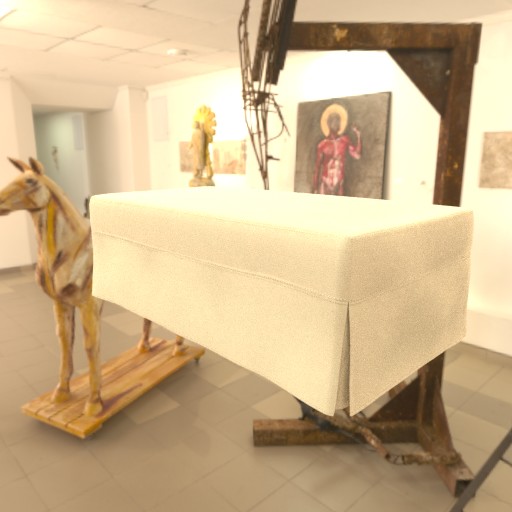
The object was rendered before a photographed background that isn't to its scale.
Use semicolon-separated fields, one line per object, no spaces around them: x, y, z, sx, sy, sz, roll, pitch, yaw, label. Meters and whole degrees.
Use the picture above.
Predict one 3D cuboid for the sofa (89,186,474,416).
0.000;0.000;2.081;0.939;0.552;1.677;-12;18;-43;sofa
